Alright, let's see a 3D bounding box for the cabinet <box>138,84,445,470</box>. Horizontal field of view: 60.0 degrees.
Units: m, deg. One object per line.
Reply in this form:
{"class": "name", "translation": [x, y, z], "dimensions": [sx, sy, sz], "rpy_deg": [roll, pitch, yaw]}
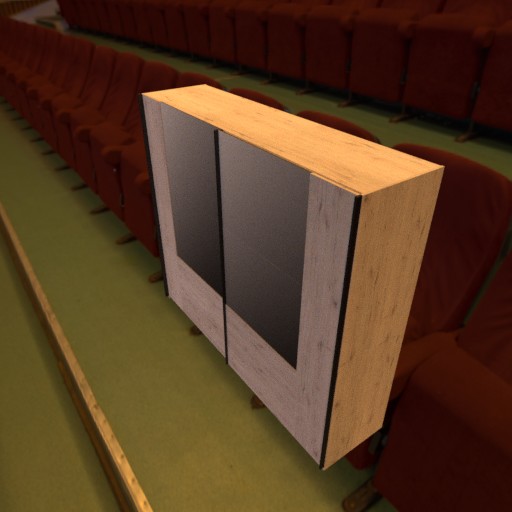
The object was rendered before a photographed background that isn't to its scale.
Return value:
{"class": "cabinet", "translation": [0.000, 0.000, 3.625], "dimensions": [0.660, 2.180, 2.500], "rpy_deg": [-21, 38, -29]}
